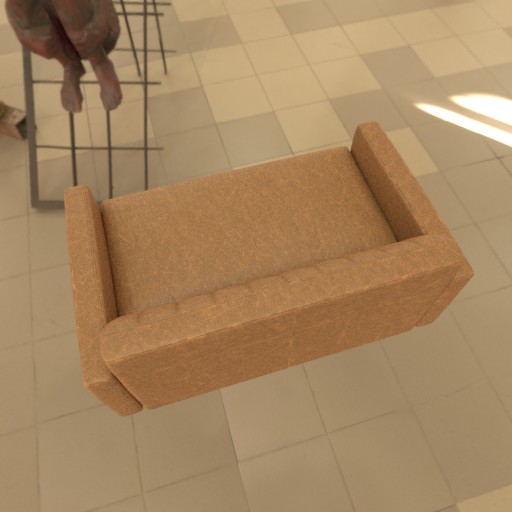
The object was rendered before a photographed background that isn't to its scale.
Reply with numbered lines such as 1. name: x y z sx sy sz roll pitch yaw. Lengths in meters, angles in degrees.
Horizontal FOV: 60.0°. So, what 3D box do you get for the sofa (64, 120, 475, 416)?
1. sofa: 0.000 0.000 2.063 1.549 0.820 0.960 -15 60 -9
